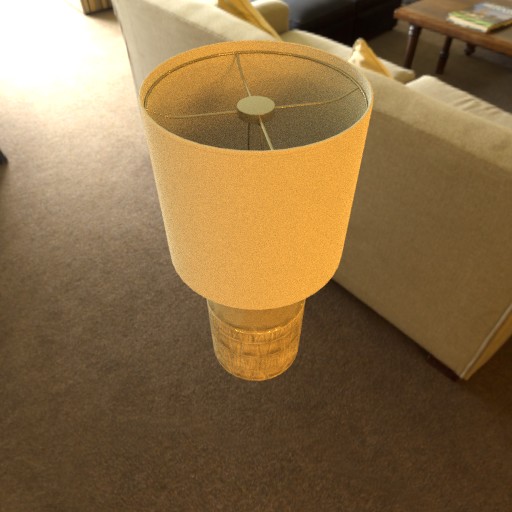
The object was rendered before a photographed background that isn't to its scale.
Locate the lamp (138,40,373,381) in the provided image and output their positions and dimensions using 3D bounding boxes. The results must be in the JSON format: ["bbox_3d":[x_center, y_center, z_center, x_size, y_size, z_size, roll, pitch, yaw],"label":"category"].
[{"bbox_3d":[0.000,0.000,0.570,0.211,0.455,0.211,2,47,1],"label":"lamp"}]
